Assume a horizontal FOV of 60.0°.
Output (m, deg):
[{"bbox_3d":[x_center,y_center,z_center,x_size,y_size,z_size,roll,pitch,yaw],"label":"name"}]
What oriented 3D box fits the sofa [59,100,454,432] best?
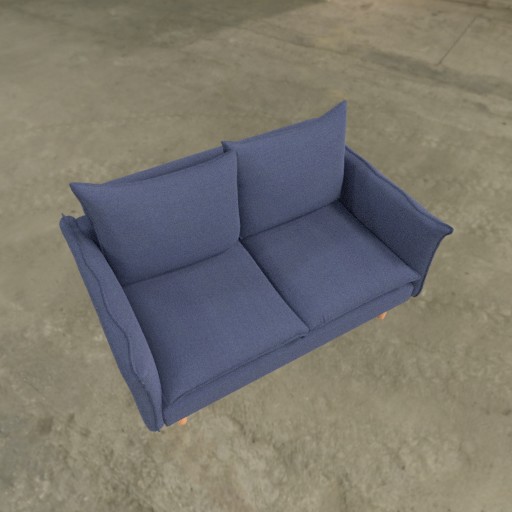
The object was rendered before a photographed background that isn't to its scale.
[{"bbox_3d":[0.000,0.000,1.807,1.300,0.840,0.820,-23,51,-20],"label":"sofa"}]
